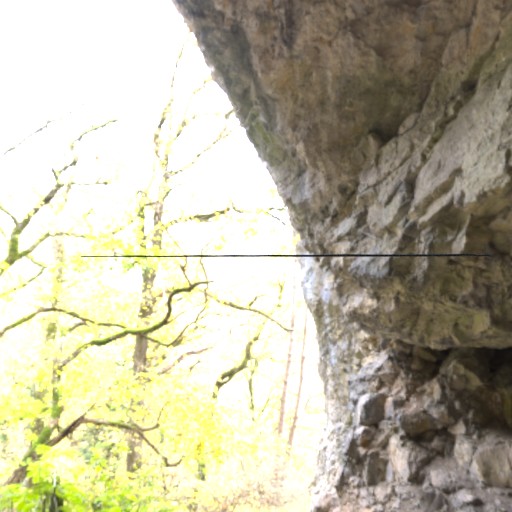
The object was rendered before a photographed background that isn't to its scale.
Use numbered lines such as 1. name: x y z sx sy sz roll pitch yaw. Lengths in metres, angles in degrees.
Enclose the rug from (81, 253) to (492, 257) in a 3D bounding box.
1. rug: 0.000 0.000 2.694 2.459 0.010 0.801 0 0 36
